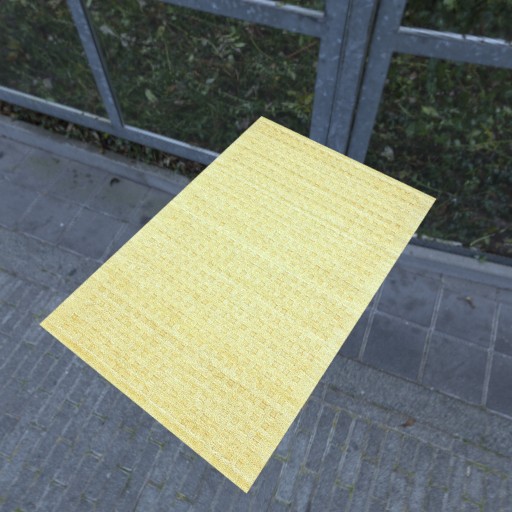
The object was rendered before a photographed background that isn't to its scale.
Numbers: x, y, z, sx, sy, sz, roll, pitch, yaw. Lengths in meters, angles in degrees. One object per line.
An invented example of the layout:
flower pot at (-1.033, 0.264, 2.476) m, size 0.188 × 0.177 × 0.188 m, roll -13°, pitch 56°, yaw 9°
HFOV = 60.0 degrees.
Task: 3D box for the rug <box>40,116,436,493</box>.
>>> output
rug at (0.000, 0.000, 2.897) m, size 1.524 × 0.006 × 2.286 m, roll 31°, pitch 62°, yaw 19°
